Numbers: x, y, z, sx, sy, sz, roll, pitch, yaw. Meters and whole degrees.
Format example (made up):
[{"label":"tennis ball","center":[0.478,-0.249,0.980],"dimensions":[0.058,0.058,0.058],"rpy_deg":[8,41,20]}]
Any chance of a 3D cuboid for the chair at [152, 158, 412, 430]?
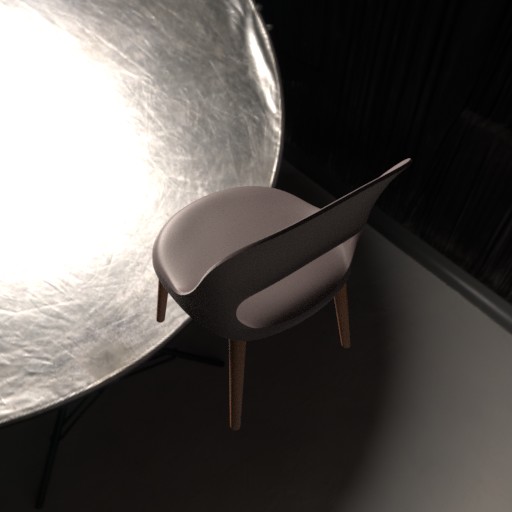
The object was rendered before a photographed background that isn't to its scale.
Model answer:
[{"label":"chair","center":[0.000,0.000,1.140],"dimensions":[0.470,0.794,0.556],"rpy_deg":[-29,54,-24]}]
